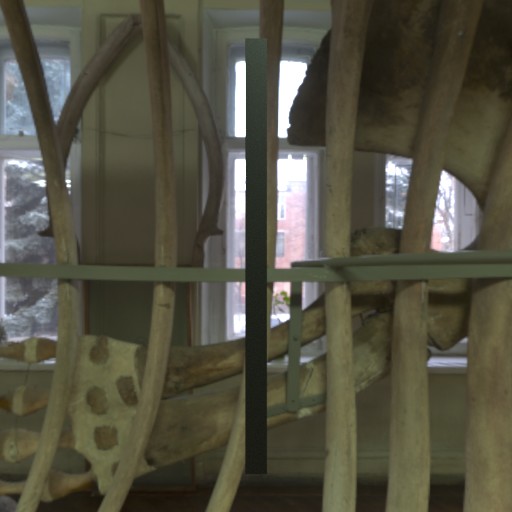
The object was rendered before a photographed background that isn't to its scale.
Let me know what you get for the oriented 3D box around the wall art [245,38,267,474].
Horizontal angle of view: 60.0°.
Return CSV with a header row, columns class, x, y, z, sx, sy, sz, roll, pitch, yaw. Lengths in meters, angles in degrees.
class,x,y,z,sx,sy,sz,roll,pitch,yaw
wall art,0.000,0.000,1.155,0.038,0.762,0.762,0,0,0
